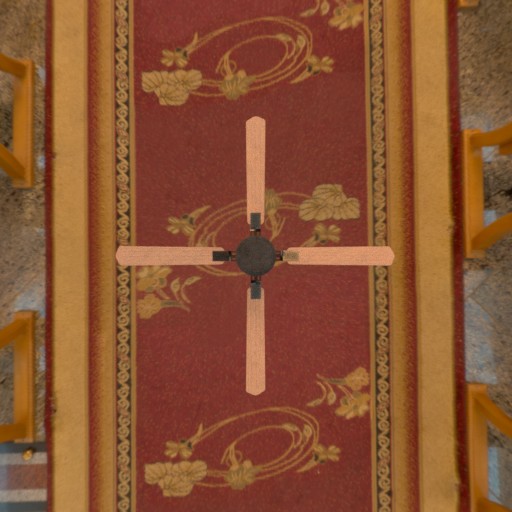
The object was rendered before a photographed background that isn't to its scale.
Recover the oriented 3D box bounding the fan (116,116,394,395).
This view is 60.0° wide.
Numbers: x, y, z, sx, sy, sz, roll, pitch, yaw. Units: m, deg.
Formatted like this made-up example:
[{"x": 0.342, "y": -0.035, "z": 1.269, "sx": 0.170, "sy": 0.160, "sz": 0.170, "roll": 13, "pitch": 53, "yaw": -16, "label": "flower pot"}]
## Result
[{"x": 0.000, "y": 0.000, "z": 1.994, "sx": 1.320, "sy": 0.355, "sz": 1.320, "roll": 0, "pitch": 90, "yaw": -1, "label": "fan"}]
